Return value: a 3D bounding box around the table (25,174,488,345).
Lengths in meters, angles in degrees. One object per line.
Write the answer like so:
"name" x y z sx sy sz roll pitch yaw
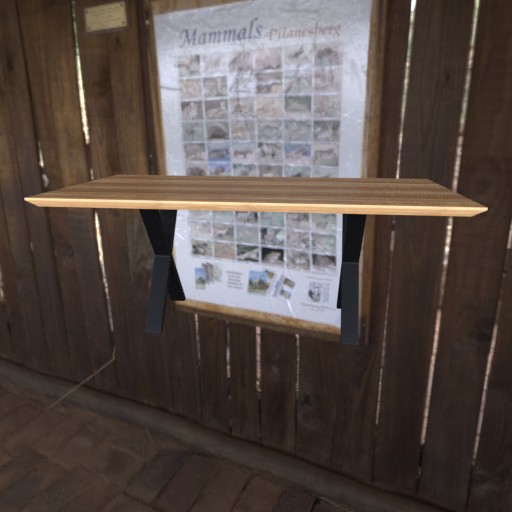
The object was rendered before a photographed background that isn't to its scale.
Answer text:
"table" 0.000 0.000 2.481 2.000 0.770 1.000 2 17 7
